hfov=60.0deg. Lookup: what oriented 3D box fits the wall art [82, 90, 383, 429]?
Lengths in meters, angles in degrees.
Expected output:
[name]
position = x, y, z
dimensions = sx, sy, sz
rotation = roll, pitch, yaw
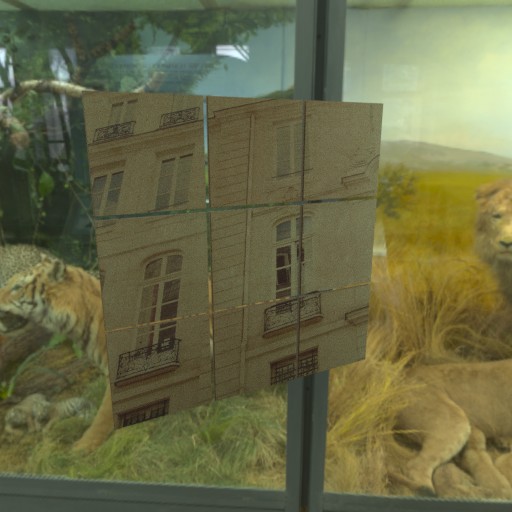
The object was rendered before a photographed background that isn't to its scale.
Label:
[wall art]
position = 0.000, 0.000, 1.811
dimensions = 1.221, 1.218, 0.024
rotation = -8, 17, -26
